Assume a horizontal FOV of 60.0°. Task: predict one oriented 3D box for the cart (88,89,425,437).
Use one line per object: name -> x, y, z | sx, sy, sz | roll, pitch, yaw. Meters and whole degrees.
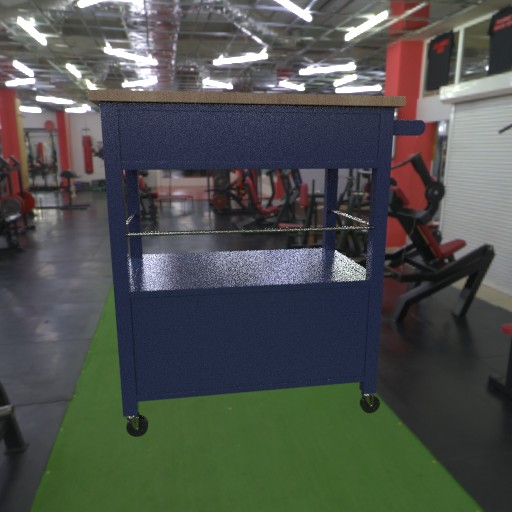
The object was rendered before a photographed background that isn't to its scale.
cart -> 0.000, 0.000, 1.379 | 0.840, 0.901, 0.459 | -2, 13, -9
